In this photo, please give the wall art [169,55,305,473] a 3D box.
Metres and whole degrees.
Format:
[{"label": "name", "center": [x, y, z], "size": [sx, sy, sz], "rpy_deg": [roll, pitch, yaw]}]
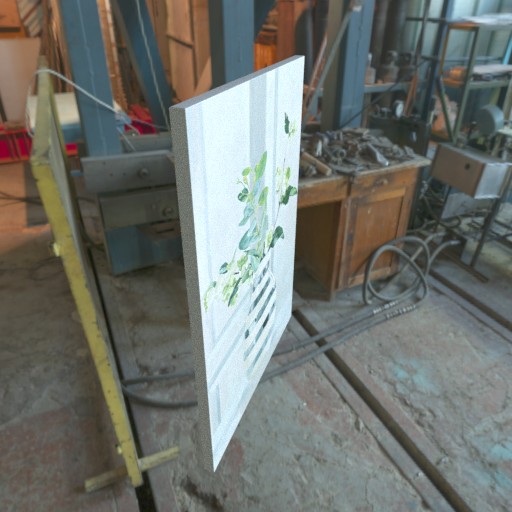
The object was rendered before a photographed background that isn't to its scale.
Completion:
[{"label": "wall art", "center": [0.000, 0.000, 1.579], "size": [0.038, 1.212, 0.914], "rpy_deg": [11, 33, 18]}]
